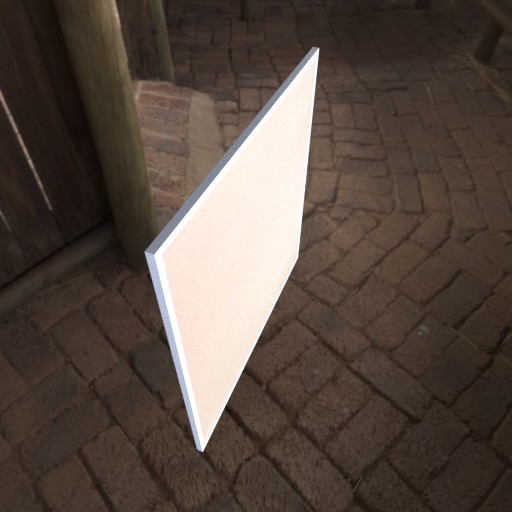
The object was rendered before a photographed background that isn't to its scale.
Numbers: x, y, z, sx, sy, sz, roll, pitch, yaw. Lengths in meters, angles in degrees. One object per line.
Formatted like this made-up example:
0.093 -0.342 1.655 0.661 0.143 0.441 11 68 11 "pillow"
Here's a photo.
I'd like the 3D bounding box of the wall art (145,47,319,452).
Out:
0.000 0.000 0.831 0.012 0.557 0.557 17 49 15 "wall art"
